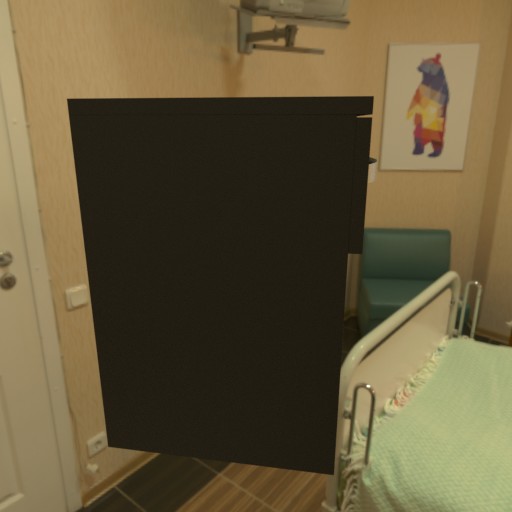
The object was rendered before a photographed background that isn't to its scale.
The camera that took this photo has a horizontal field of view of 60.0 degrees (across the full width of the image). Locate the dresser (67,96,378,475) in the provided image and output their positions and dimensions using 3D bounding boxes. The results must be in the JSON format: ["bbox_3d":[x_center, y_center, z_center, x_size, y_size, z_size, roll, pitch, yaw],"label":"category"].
[{"bbox_3d":[0.000,0.000,0.723,0.360,0.470,0.400,3,17,9],"label":"dresser"}]
